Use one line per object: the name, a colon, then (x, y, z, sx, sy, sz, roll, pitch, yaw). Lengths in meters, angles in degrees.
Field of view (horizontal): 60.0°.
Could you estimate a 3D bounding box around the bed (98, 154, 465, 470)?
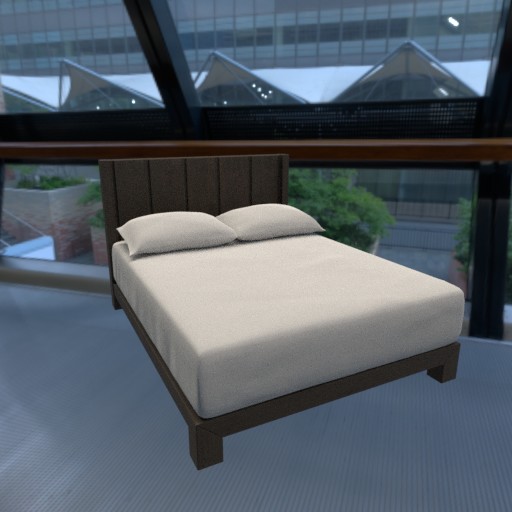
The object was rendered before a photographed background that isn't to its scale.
bed: (0.000, 0.000, 3.187, 1.727, 1.270, 2.242, -8, 18, -26)
